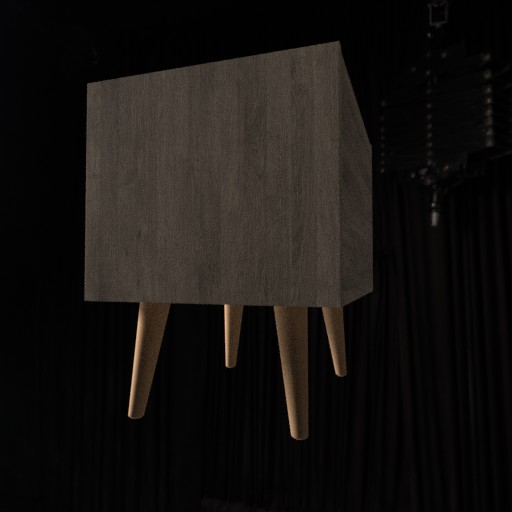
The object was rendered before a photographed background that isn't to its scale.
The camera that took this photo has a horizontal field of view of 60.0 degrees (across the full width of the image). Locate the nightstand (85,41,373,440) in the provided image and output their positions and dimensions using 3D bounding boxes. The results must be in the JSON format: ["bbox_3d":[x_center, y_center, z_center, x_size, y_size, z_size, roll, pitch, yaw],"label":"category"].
[{"bbox_3d":[0.000,0.000,0.816,0.380,0.500,0.480,-1,-2,19],"label":"nightstand"}]
